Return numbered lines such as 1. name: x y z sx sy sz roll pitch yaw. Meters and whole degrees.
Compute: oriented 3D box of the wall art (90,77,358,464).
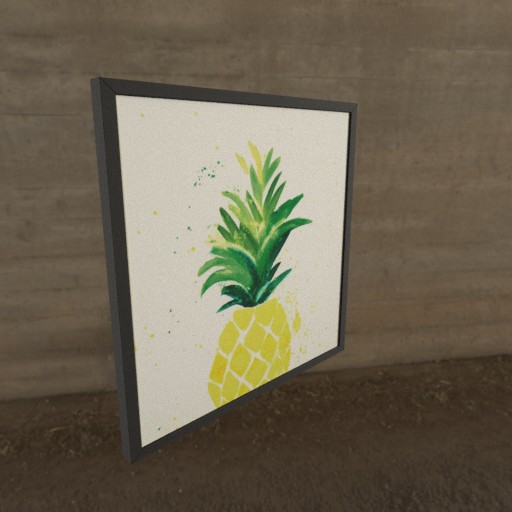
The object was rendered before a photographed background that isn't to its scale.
1. wall art: 0.000 0.000 1.103 0.762 0.760 0.037 -14 20 -42
